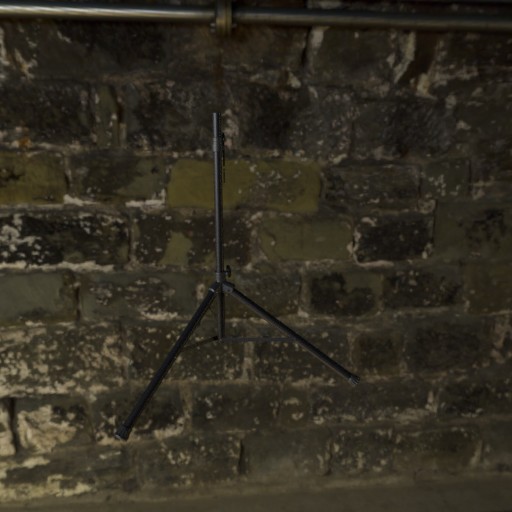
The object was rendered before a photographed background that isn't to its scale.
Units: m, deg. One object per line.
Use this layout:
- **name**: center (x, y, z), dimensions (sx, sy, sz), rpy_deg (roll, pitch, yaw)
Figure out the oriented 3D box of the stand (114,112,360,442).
- **stand**: center (0.000, 0.000, 1.842), dimensions (0.907, 1.136, 1.045), rpy_deg (2, 15, 9)
